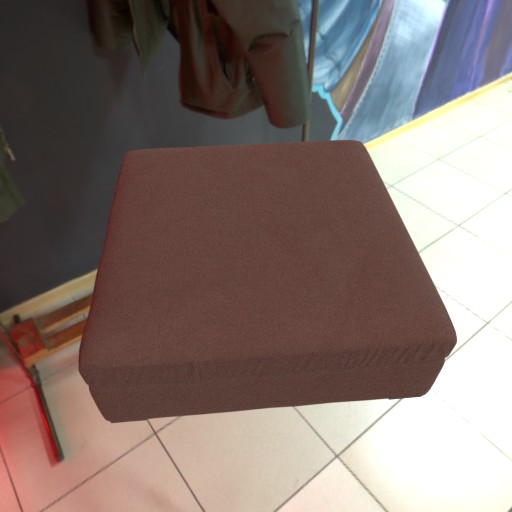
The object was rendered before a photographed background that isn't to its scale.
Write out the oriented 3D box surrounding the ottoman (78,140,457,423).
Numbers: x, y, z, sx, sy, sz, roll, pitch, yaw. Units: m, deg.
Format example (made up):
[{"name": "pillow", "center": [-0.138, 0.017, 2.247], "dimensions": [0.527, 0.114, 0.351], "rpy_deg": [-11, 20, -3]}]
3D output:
[{"name": "ottoman", "center": [0.000, 0.000, 1.838], "dimensions": [1.181, 0.470, 1.181], "rpy_deg": [-4, 45, -4]}]
